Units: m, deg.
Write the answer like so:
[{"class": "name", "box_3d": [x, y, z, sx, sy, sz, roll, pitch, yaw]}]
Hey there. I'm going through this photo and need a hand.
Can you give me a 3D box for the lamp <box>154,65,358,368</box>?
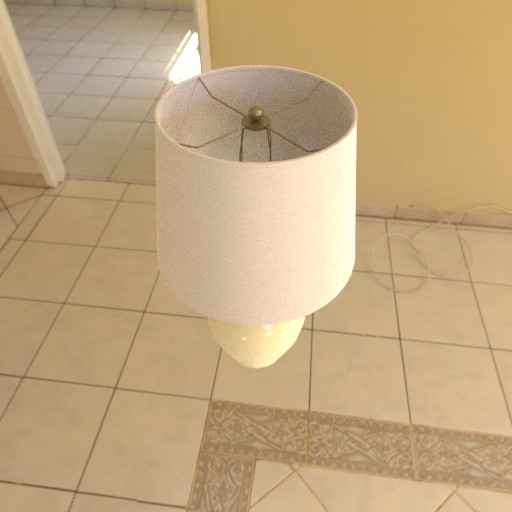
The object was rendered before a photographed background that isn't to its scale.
[{"class": "lamp", "box_3d": [0.000, 0.000, 0.557, 0.239, 0.399, 0.239, 0, 46, 0]}]
